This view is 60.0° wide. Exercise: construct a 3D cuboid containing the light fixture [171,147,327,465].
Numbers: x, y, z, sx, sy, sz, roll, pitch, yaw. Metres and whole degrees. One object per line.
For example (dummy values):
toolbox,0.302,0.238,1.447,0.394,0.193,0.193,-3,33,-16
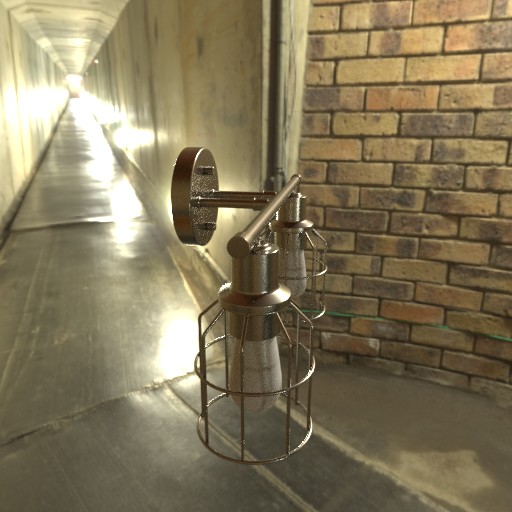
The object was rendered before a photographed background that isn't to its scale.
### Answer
light fixture,0.000,0.000,0.535,0.165,0.254,0.406,3,17,10
